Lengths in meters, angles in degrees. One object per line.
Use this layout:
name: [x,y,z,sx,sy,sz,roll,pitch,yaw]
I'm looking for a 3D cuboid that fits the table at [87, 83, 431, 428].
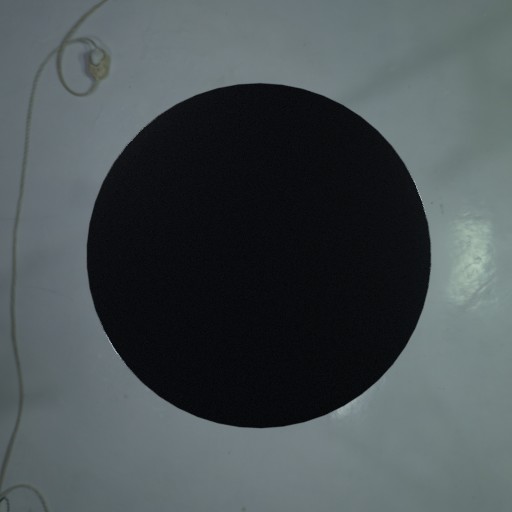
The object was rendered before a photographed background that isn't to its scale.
table: [0.000,0.000,1.072,0.597,0.618,0.597,0,90,-2]
